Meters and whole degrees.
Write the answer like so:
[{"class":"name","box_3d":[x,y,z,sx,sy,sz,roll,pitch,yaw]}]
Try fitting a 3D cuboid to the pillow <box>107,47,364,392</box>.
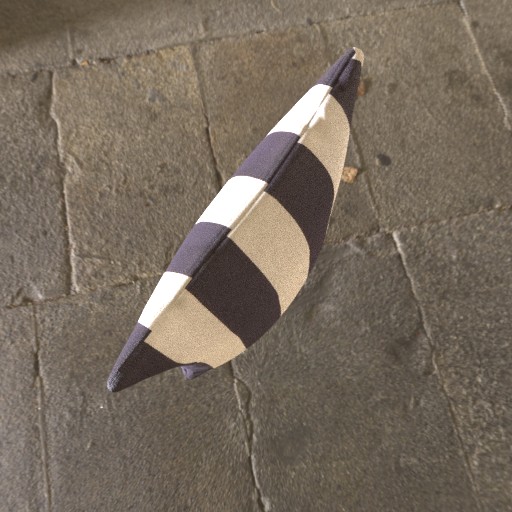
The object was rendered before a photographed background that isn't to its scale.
[{"class":"pillow","box_3d":[0.000,0.000,0.777,0.189,0.526,0.536,32,77,8]}]
